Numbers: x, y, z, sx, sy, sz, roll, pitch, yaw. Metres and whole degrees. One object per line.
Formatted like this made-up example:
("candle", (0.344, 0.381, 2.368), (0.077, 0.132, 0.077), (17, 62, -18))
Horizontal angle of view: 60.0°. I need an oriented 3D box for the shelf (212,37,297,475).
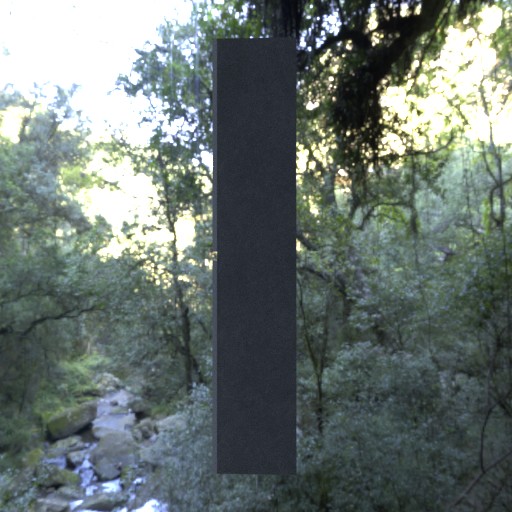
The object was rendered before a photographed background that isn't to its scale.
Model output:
("shelf", (0.000, 0.000, 1.572), (0.270, 1.400, 0.300), (0, 0, 2))
